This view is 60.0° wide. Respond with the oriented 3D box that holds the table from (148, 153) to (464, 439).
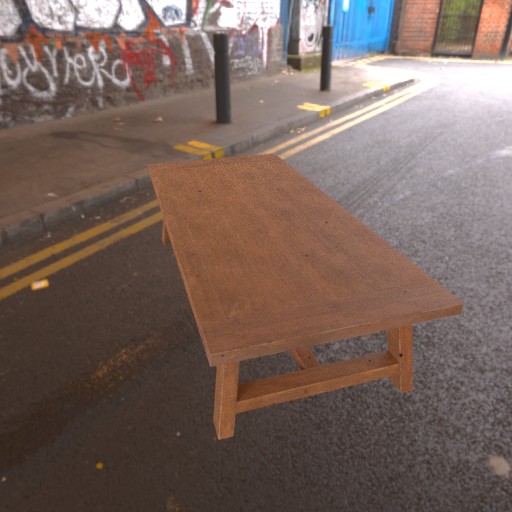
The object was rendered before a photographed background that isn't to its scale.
[{"bbox_3d":[0.000,0.000,2.160,0.820,0.465,1.800,-8,30,-15],"label":"table"}]
